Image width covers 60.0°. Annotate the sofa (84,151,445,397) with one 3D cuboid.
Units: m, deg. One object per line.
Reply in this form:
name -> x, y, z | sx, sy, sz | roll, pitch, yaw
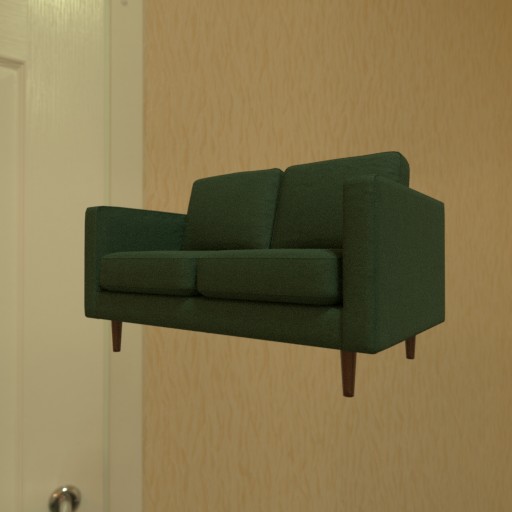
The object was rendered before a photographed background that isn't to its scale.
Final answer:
sofa -> 0.000, 0.000, 2.018 | 1.430, 0.899, 0.879 | 0, -1, 36
